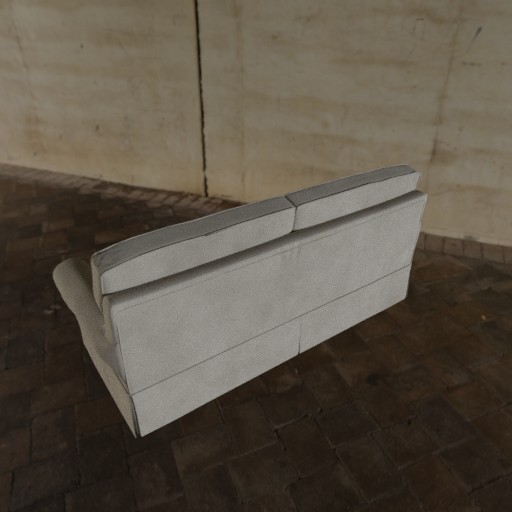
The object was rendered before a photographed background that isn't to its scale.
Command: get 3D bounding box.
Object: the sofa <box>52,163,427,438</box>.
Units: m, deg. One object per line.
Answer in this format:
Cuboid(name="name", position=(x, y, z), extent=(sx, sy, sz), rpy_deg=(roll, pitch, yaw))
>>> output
Cuboid(name="sofa", position=(0.000, 0.000, 2.803), extent=(2.246, 1.014, 0.900), rpy_deg=(-20, 35, -30))
